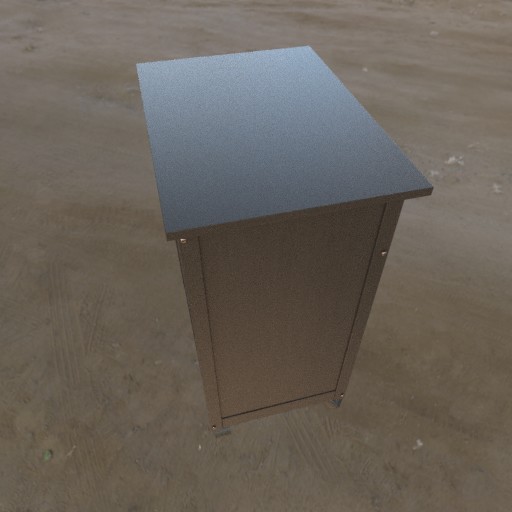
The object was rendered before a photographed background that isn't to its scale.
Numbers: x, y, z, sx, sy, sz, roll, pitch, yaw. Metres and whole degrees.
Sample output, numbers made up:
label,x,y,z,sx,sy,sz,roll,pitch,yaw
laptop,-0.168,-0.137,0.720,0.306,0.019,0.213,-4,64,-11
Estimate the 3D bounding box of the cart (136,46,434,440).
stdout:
label,x,y,z,sx,sy,sz,roll,pitch,yaw
cart,0.000,0.000,1.250,0.456,0.879,0.660,-11,47,-10
